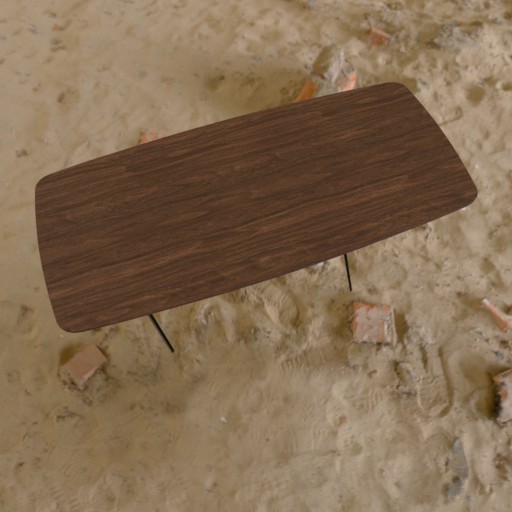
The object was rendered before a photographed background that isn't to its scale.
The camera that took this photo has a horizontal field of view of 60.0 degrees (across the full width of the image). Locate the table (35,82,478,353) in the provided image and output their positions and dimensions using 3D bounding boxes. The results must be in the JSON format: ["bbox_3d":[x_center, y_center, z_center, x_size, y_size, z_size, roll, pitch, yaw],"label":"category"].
[{"bbox_3d":[0.000,0.000,1.092,0.804,0.576,0.361,-18,65,-9],"label":"table"}]
